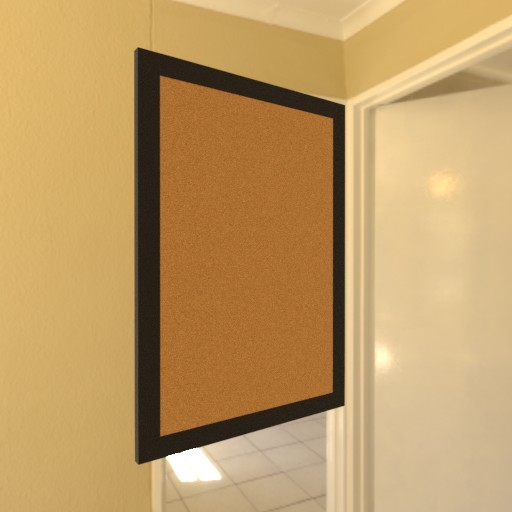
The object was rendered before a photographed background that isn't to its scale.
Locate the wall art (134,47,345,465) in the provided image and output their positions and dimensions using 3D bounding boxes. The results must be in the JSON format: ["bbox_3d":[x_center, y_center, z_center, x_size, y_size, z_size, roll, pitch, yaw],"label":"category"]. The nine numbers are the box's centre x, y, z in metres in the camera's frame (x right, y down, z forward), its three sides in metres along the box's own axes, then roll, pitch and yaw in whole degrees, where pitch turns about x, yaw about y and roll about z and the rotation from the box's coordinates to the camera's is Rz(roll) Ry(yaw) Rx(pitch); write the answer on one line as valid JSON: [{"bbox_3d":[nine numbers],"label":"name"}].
[{"bbox_3d":[0.000,0.000,0.682,0.380,0.534,0.013,0,0,-36],"label":"wall art"}]
